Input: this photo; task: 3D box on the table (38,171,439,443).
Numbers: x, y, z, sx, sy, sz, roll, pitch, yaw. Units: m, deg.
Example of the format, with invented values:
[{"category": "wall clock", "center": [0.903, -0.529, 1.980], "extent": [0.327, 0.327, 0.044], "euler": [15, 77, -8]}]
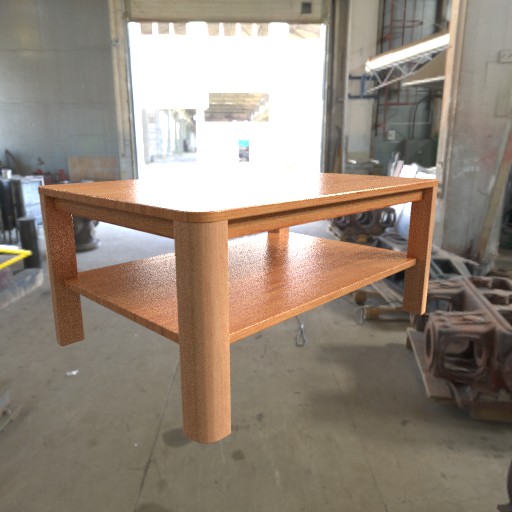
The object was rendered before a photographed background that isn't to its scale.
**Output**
[{"category": "table", "center": [0.000, 0.000, 1.352], "extent": [0.696, 0.445, 0.997], "euler": [13, 19, 42]}]
